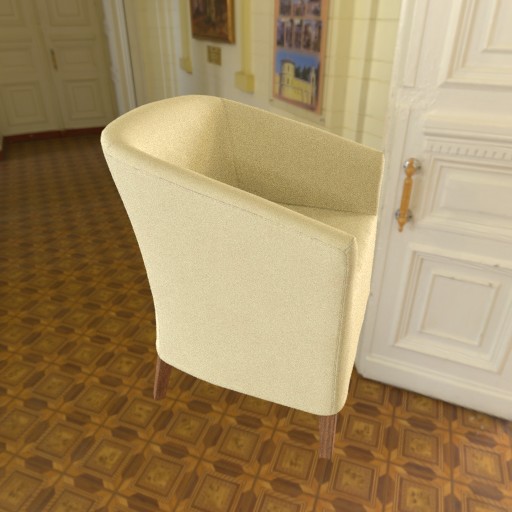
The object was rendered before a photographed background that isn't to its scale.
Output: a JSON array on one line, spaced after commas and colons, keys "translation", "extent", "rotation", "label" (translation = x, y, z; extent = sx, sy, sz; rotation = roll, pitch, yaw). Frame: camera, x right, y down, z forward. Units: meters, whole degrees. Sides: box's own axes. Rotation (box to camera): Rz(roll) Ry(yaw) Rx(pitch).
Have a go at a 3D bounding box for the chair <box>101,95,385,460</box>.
[{"translation": [0.000, 0.000, 1.309], "extent": [0.657, 0.822, 0.643], "rotation": [10, 32, 16], "label": "chair"}]
